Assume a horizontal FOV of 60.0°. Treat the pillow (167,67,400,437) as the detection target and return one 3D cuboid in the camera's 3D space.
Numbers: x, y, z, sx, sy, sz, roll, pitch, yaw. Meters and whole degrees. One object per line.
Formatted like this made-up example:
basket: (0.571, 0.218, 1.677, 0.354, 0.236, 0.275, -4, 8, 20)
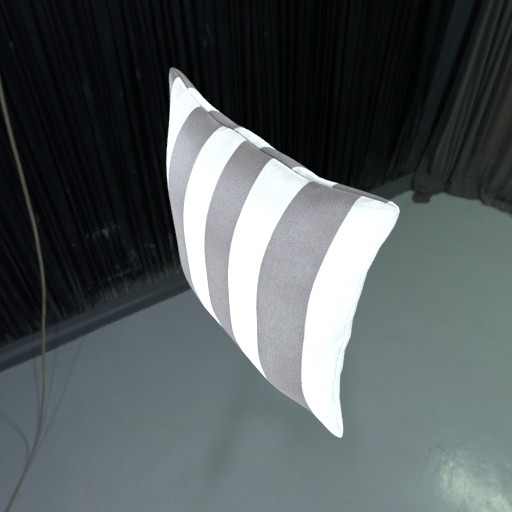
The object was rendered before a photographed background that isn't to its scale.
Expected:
pillow: (0.000, 0.000, 0.787, 0.192, 0.507, 0.522, -25, 48, -26)
